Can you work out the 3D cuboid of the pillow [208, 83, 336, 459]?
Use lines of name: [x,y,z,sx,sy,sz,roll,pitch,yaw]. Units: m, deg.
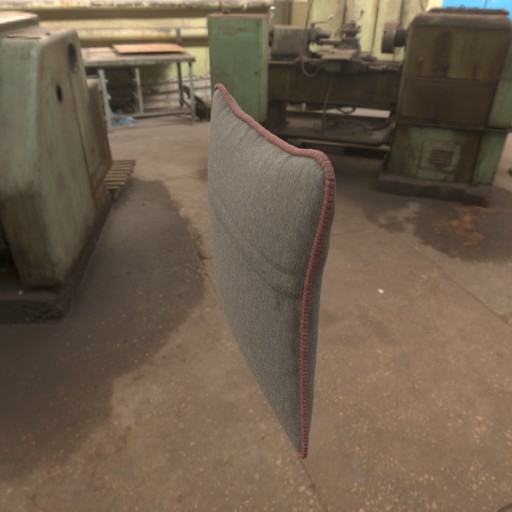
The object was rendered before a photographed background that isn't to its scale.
pillow: [0.000,0.000,0.756,0.124,0.491,0.482,-10,33,-16]
